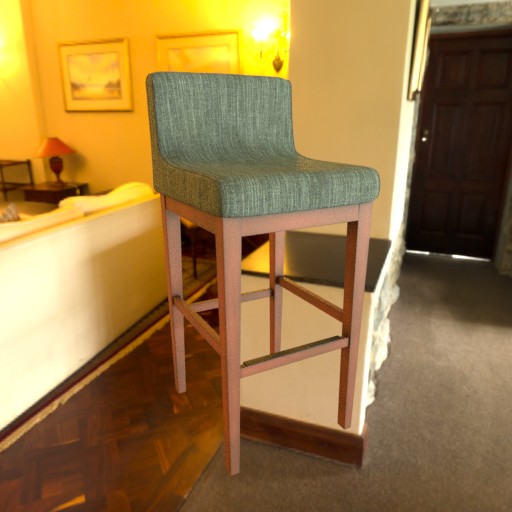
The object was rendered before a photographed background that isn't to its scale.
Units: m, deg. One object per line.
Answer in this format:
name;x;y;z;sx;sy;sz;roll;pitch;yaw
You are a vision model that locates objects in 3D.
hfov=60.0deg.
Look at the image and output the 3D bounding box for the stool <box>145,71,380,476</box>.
stool;0.000;0.000;1.223;0.426;0.965;0.499;-9;20;-27
